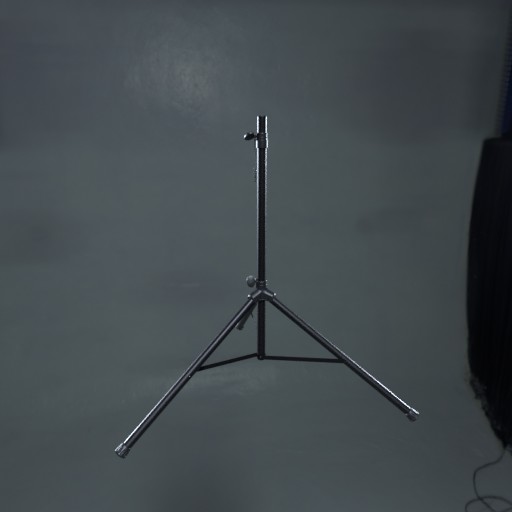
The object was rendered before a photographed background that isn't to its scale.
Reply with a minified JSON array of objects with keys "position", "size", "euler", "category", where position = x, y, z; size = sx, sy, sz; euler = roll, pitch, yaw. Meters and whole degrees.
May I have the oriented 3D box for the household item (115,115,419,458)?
[{"position":[0.000,0.000,2.651],"size":[1.596,1.595,1.339],"euler":[-3,17,-9],"category":"household item"}]
